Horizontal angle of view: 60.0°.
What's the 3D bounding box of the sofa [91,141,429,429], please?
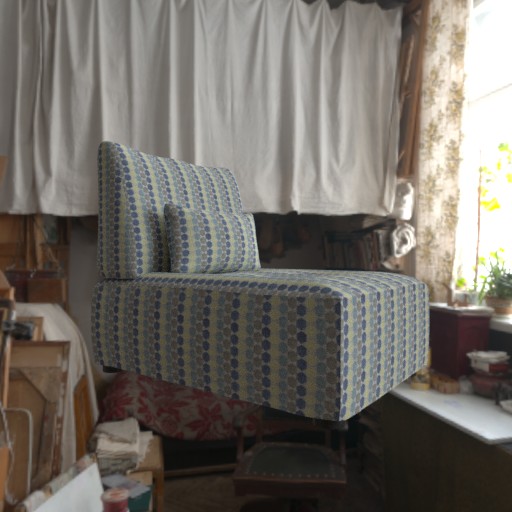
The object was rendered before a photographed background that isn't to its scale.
[{"bbox_3d":[0.000,0.000,1.576,1.000,0.820,0.700,0,1,37],"label":"sofa"}]
